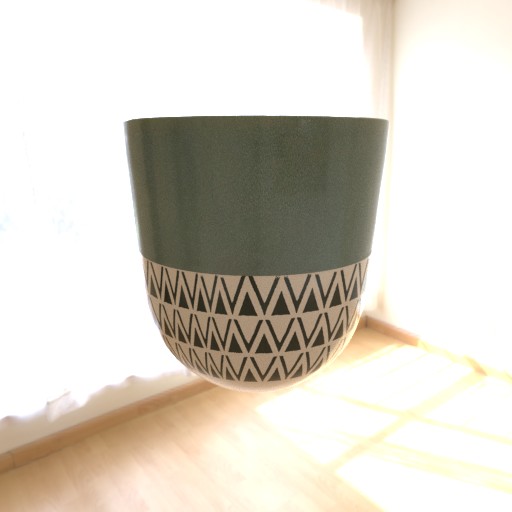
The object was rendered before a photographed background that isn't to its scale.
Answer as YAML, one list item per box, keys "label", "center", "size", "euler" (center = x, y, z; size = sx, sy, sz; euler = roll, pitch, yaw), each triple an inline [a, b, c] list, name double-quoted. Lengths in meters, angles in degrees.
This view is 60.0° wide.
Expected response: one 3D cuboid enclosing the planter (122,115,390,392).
- label: "planter"
  center: [0.000, 0.000, 0.369]
  size: [0.198, 0.214, 0.198]
  euler: [0, 15, 0]
